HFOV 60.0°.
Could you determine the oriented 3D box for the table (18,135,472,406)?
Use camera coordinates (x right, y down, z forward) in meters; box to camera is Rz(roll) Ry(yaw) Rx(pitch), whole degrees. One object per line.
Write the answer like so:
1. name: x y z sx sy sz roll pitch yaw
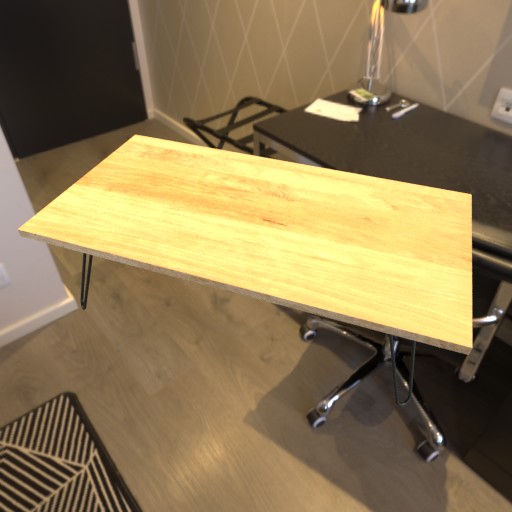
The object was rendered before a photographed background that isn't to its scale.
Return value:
1. table: 0.000 0.000 1.604 1.348 0.400 0.699 13 43 15
